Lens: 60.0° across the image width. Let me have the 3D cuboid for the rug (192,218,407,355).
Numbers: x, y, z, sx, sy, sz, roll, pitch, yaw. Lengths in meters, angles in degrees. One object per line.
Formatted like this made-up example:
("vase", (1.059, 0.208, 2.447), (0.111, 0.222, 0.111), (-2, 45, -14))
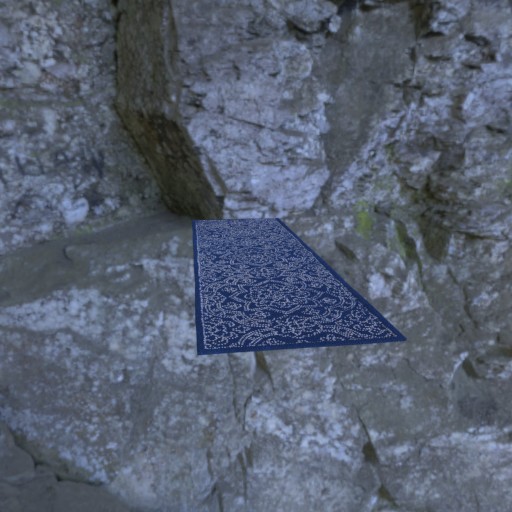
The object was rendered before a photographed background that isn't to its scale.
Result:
("rug", (0.000, 0.000, 2.734), (0.769, 0.012, 2.448), (-2, 16, -8))
